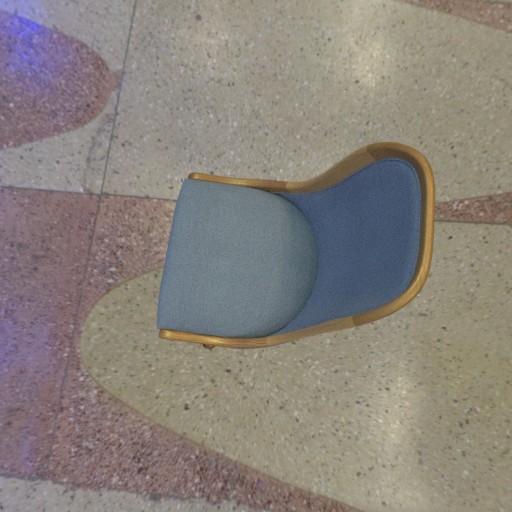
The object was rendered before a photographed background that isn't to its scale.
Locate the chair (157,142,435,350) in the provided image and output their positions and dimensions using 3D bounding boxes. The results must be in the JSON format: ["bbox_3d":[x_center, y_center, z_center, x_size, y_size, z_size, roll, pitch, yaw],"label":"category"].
[{"bbox_3d":[0.000,0.000,1.409,0.735,1.031,0.605,7,77,2],"label":"chair"}]
